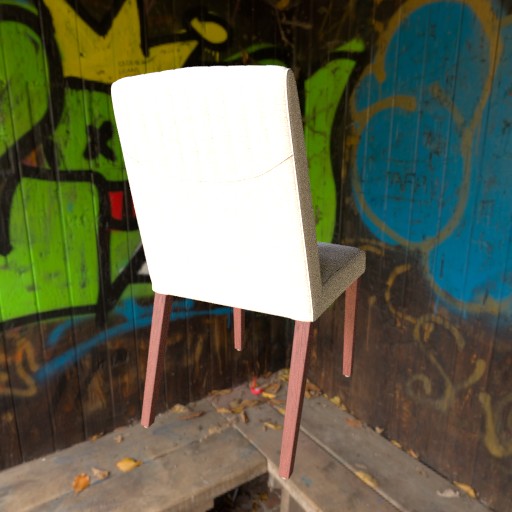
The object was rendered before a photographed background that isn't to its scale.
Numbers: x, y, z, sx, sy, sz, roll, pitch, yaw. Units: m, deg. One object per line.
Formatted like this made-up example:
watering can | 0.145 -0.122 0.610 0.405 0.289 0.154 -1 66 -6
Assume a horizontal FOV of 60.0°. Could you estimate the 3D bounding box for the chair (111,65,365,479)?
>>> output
chair | 0.000 0.000 1.228 0.480 0.900 0.594 7 16 26
